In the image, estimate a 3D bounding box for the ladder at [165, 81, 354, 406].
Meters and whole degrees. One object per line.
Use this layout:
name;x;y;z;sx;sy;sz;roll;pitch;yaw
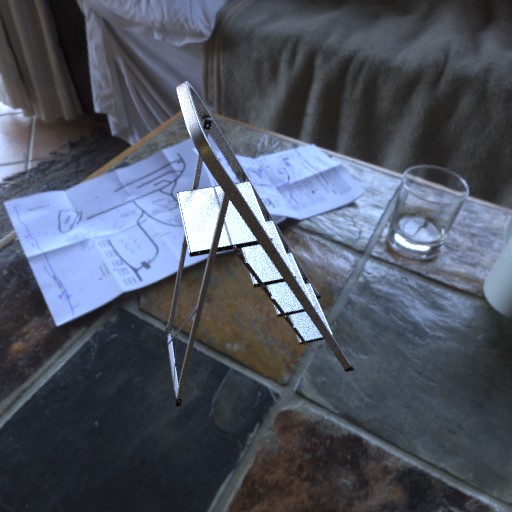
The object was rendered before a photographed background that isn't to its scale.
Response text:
ladder;0.000;0.000;1.682;0.830;1.290;0.465;-10;47;-10
